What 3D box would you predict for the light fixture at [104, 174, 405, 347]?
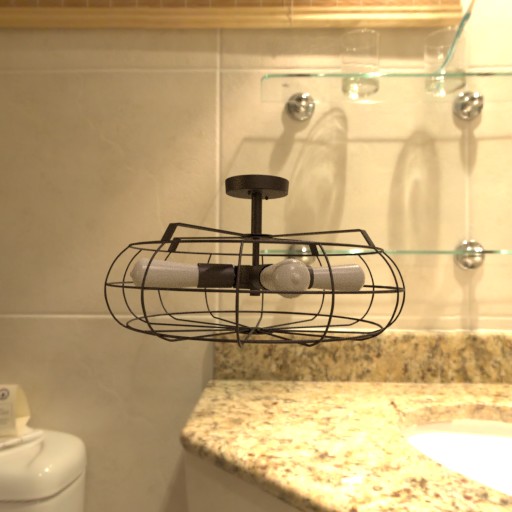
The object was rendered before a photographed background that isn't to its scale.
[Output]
[{"bbox_3d":[0.000,0.000,0.909,0.582,0.311,0.582,0,-1,0],"label":"light fixture"}]
